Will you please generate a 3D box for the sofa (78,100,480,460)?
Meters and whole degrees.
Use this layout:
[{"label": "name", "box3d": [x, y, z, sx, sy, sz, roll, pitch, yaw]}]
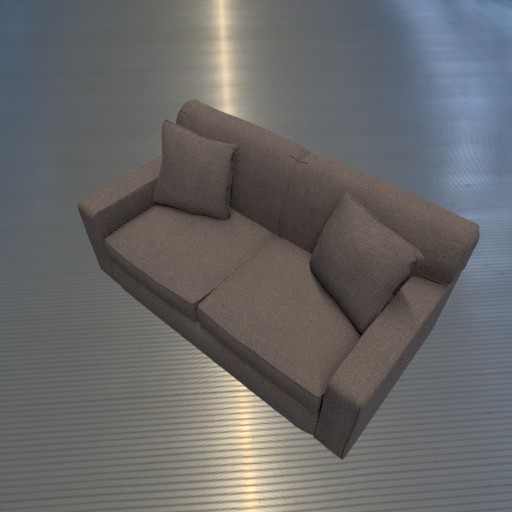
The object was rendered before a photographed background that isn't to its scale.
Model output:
[{"label": "sofa", "box3d": [0.000, 0.000, 2.408, 1.846, 0.958, 1.000, 31, 54, 27]}]
